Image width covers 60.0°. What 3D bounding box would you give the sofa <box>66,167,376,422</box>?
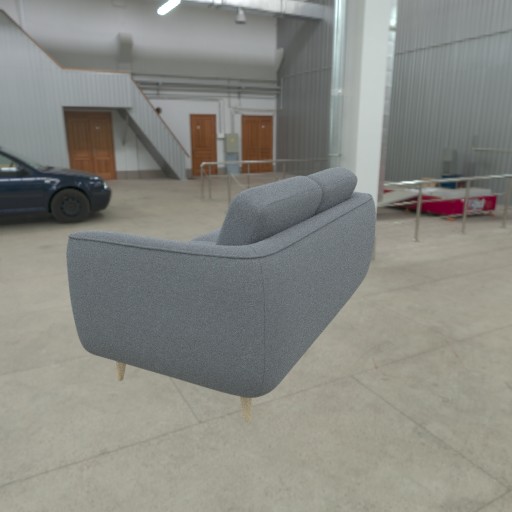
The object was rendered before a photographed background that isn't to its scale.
[{"bbox_3d":[0.000,0.000,2.271,0.920,0.850,1.700,8,17,26],"label":"sofa"}]
